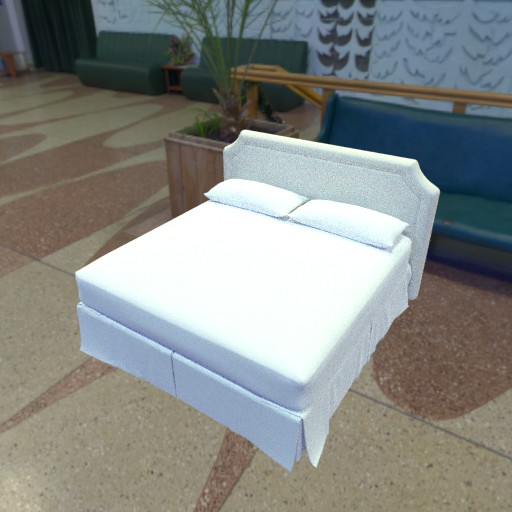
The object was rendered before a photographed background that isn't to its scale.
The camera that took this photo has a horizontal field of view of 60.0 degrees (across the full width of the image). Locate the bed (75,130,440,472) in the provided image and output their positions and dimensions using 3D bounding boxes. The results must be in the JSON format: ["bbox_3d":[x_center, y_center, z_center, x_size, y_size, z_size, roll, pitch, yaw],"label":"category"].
[{"bbox_3d":[0.000,0.000,3.532,2.160,1.301,2.204,19,35,29],"label":"bed"}]
